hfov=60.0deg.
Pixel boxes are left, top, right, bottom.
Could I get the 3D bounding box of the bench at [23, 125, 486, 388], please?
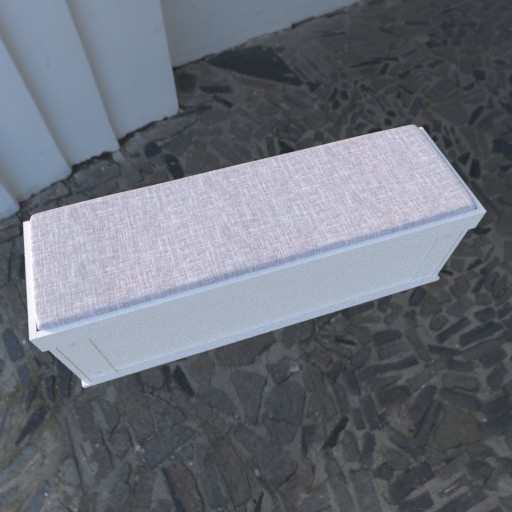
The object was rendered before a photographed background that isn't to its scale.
[{"bbox_3d":[0.000,0.000,1.369,1.196,0.453,0.363,-15,59,-10],"label":"bench"}]
